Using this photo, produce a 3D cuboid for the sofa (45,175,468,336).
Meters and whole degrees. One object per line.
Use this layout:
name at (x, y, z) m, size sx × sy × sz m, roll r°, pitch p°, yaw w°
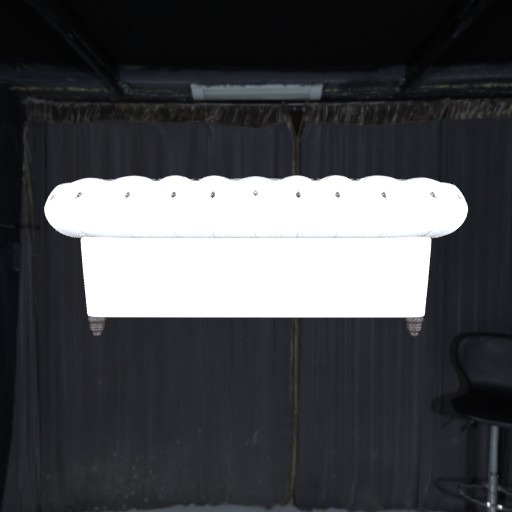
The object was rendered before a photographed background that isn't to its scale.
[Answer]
sofa at (0.000, 0.000, 2.429) m, size 1.998 × 0.764 × 0.986 m, roll 0°, pitch 1°, yaw 0°
